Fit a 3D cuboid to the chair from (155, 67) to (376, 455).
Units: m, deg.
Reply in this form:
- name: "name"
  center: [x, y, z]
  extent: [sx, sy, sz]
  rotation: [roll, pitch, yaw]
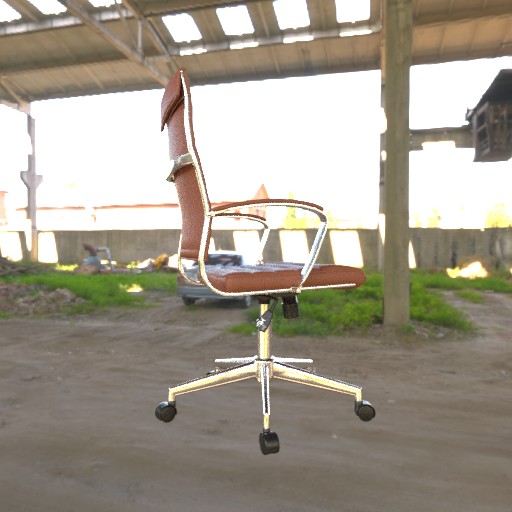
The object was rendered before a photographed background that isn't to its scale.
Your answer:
- name: "chair"
  center: [0.000, 0.000, 1.649]
  extent: [0.739, 1.149, 0.766]
  rotation: [0, 1, -18]
